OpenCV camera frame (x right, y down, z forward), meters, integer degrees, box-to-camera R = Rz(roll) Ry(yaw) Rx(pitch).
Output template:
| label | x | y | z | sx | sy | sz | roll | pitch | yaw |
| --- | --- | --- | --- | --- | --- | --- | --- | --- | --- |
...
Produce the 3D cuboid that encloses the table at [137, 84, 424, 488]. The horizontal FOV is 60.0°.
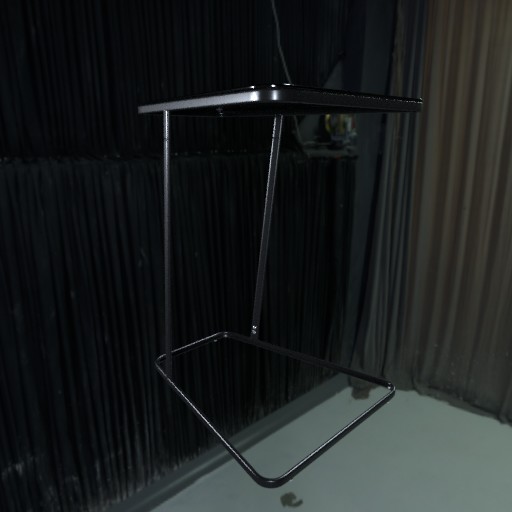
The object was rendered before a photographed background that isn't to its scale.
| label | x | y | z | sx | sy | sz | roll | pitch | yaw |
| --- | --- | --- | --- | --- | --- | --- | --- | --- | --- |
| table | 0.000 | 0.000 | 0.942 | 0.427 | 0.624 | 0.500 | -15 | 21 | -42 |
